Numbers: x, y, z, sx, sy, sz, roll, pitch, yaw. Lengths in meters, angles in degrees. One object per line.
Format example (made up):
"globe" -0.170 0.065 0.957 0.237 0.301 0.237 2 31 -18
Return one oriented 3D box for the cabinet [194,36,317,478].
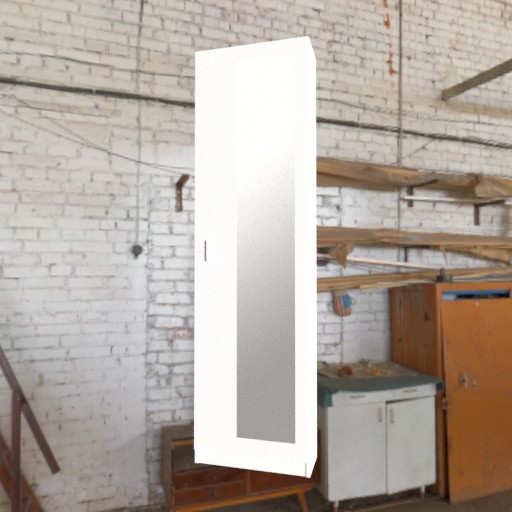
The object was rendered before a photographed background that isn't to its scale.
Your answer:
"cabinet" 0.000 0.000 1.953 0.500 1.790 0.230 0 -1 16
